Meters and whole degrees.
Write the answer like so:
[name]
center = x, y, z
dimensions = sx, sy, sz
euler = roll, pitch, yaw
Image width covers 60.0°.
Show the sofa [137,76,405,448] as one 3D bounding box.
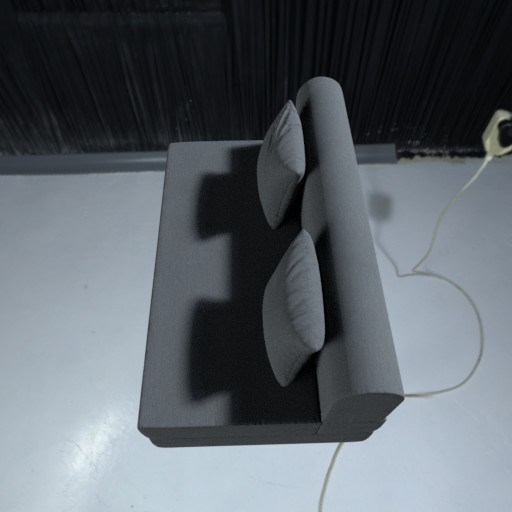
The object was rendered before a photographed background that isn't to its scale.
[sofa]
center = 0.000, 0.000, 1.670
dimensions = 0.762, 0.670, 1.225
euler = -1, 58, -1
